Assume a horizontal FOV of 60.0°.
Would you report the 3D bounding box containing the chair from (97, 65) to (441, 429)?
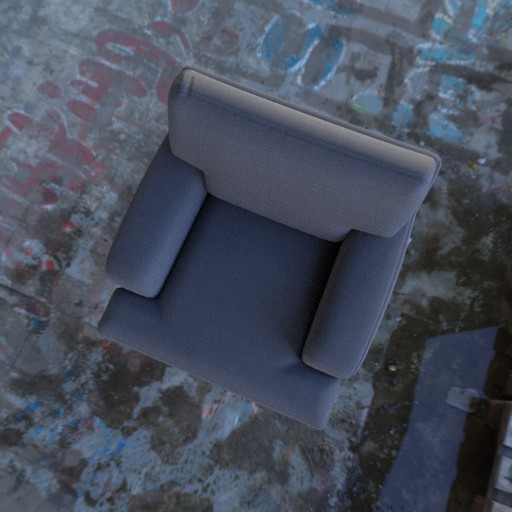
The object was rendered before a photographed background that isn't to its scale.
[{"bbox_3d":[0.000,0.000,1.927,1.168,0.940,1.143,22,77,5],"label":"chair"}]
